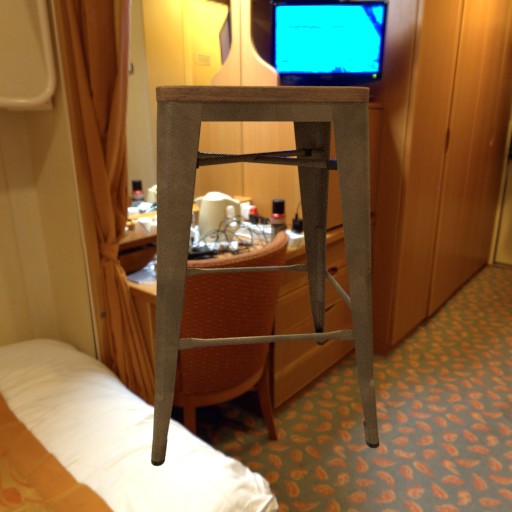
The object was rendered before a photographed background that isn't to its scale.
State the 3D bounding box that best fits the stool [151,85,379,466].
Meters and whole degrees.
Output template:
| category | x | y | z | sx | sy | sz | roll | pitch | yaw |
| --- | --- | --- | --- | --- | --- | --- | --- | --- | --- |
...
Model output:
| category | x | y | z | sx | sy | sz | roll | pitch | yaw |
| --- | --- | --- | --- | --- | --- | --- | --- | --- | --- |
| stool | 0.000 | 0.000 | 0.875 | 0.407 | 0.607 | 0.407 | -2 | 17 | -6 |
